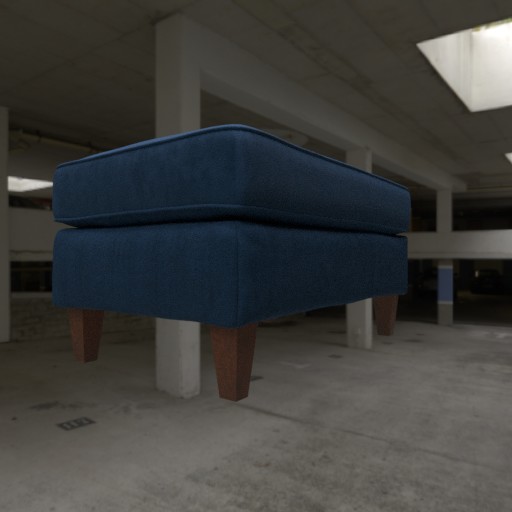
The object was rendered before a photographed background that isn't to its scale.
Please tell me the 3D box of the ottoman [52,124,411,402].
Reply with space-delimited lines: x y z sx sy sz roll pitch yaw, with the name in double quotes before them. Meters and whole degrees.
"ottoman" 0.000 0.000 1.190 0.583 0.484 0.862 0 0 36
